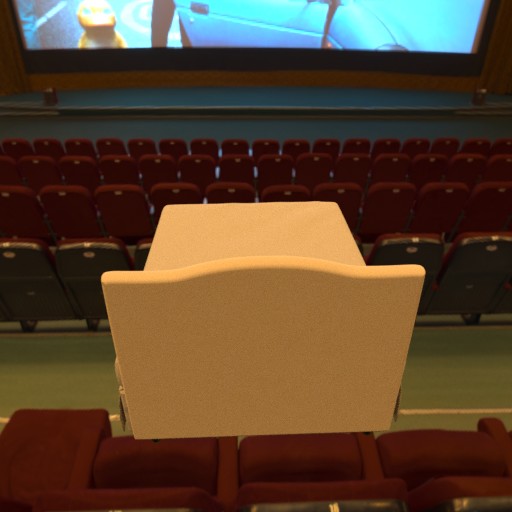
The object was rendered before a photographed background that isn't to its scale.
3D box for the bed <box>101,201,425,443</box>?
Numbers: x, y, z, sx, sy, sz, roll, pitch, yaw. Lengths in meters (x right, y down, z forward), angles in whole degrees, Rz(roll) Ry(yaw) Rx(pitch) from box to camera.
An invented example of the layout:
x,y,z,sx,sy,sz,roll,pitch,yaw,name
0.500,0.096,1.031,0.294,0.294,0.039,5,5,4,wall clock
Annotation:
x,y,z,sx,sy,sz,roll,pitch,yaw,name
0.000,0.000,3.670,1.977,1.437,2.477,-1,32,-2,bed
